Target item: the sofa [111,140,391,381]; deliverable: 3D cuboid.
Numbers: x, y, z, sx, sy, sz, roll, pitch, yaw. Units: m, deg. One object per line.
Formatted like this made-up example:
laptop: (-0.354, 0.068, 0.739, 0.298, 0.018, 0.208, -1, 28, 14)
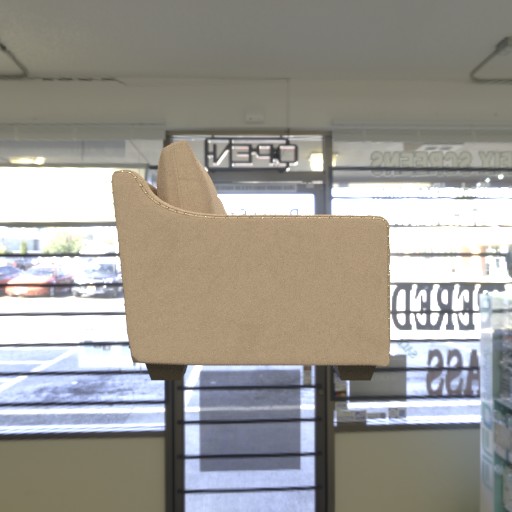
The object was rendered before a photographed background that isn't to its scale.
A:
sofa: (0.000, 0.000, 2.547, 1.030, 0.901, 1.967, 0, 0, 0)
